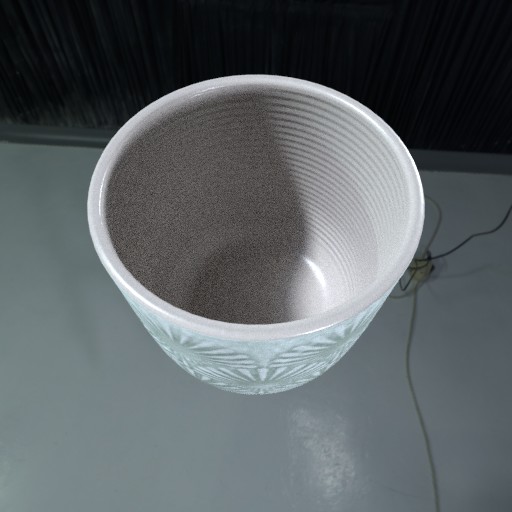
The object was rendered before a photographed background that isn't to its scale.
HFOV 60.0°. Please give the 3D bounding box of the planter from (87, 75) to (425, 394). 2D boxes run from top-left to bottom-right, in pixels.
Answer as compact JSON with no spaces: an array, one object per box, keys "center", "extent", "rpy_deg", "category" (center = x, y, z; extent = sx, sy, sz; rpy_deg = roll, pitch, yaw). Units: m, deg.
[{"center":[0.000,0.000,0.211],"extent":[0.124,0.109,0.124],"rpy_deg":[0,59,0],"category":"planter"}]
